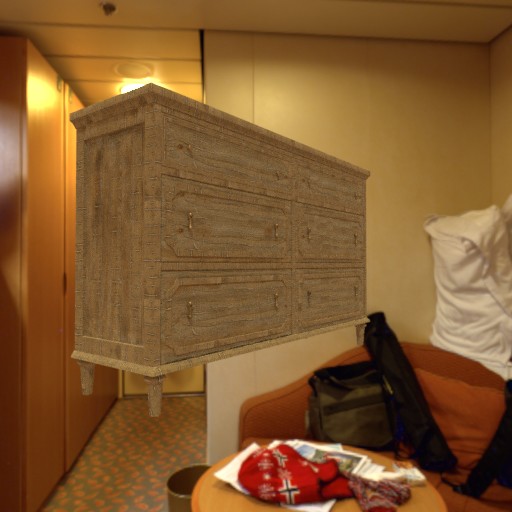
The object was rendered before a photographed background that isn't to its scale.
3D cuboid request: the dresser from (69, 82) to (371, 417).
[{"bbox_3d":[0.000,0.000,2.103,0.457,1.016,1.626,-1,-1,38],"label":"dresser"}]
